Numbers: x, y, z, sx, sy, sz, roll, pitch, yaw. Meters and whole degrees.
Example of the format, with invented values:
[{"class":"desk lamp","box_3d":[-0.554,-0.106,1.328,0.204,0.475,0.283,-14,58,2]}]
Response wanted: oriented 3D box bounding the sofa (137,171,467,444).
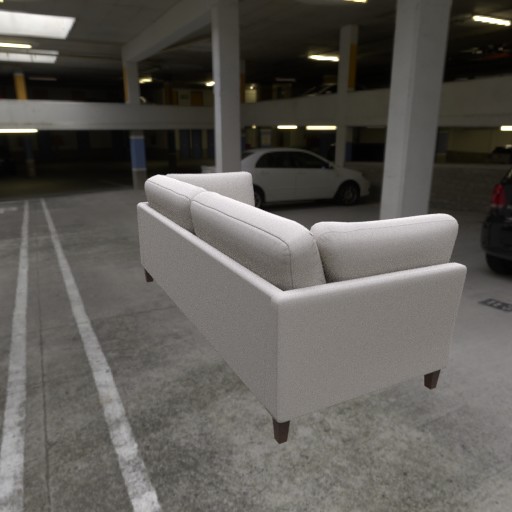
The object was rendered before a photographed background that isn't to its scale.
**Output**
[{"class":"sofa","box_3d":[0.000,0.000,2.756,0.957,0.863,2.301,-8,18,-26]}]
